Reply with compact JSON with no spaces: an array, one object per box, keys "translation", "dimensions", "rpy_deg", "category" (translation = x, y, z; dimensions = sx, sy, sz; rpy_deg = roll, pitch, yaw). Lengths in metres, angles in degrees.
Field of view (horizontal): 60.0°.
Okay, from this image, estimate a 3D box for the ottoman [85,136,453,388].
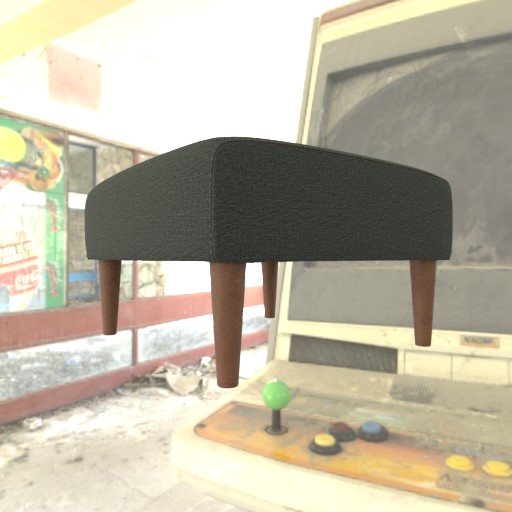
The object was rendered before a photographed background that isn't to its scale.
[{"translation":[0.000,0.000,1.056],"dimensions":[0.649,0.398,0.650],"rpy_deg":[0,0,-36],"category":"ottoman"}]
